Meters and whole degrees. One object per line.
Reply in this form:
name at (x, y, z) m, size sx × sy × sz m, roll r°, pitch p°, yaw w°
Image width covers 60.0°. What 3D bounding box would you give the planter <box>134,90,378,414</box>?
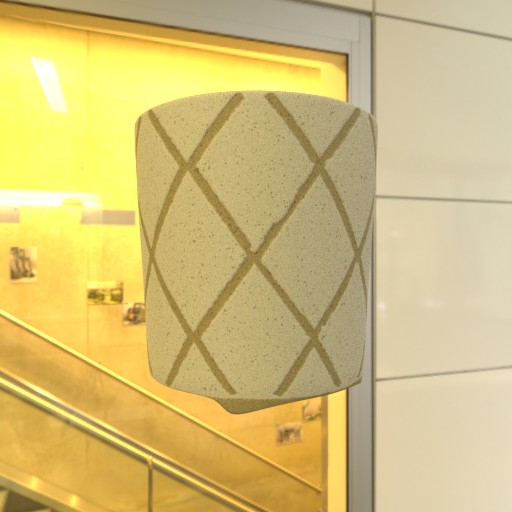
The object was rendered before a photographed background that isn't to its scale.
planter at (0.000, 0.000, 0.359) m, size 0.191 × 0.199 × 0.191 m, roll 0°, pitch 0°, yaw 0°
